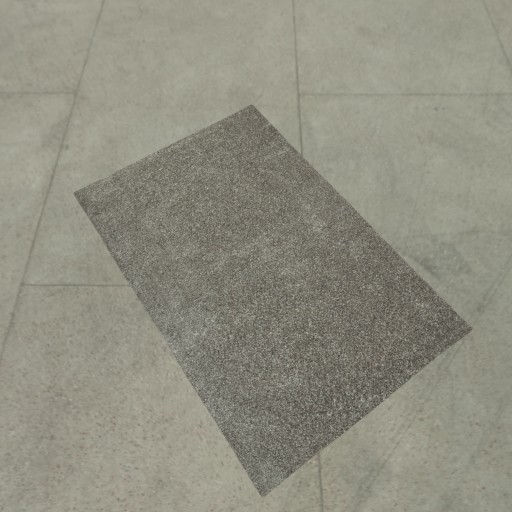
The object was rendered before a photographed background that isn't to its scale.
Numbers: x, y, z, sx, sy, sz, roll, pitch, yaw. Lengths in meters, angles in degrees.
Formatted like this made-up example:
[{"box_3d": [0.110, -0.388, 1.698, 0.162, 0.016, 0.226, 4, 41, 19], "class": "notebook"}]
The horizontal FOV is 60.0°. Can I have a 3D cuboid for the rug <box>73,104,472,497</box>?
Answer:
[{"box_3d": [0.000, 0.000, 3.379, 1.802, 0.026, 2.699, -31, 66, -16], "class": "rug"}]
